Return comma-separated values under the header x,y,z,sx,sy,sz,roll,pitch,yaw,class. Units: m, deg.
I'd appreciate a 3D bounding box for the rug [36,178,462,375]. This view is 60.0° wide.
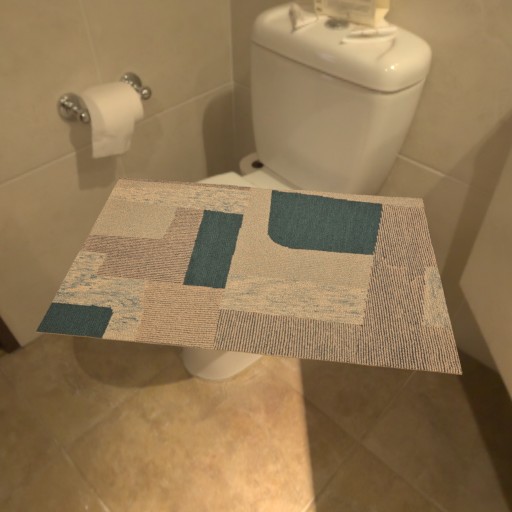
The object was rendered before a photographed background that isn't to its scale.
x,y,z,sx,sy,sz,roll,pitch,yaw,class
0.000,0.000,3.030,2.436,0.015,1.521,5,46,5,rug
